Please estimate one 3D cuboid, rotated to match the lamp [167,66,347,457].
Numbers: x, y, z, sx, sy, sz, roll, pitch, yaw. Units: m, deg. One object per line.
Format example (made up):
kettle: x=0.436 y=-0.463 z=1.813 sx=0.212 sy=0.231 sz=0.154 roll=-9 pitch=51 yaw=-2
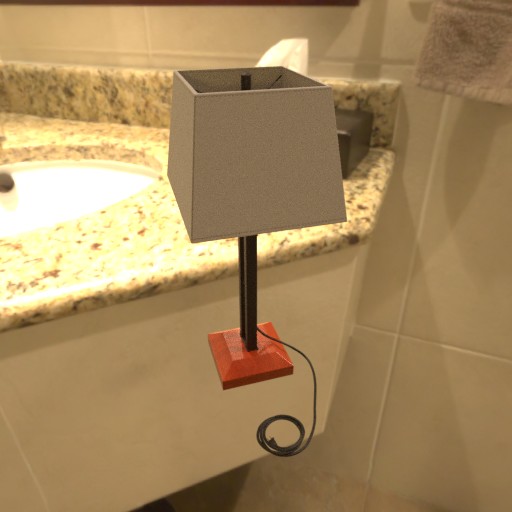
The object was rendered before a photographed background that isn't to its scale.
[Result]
lamp: x=0.000 y=0.000 z=0.979 sx=0.310 sy=0.737 sz=0.498 roll=-9 pitch=32 yaw=-14
